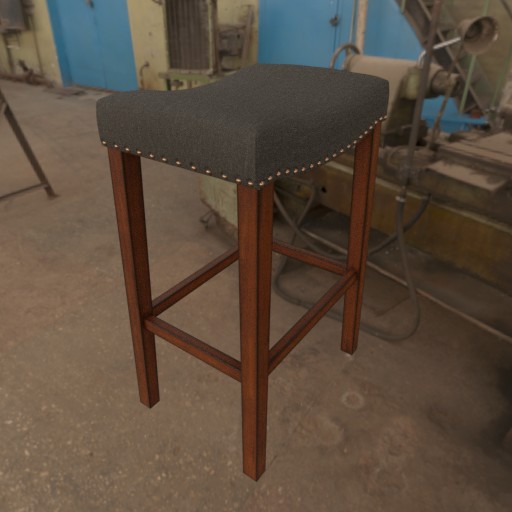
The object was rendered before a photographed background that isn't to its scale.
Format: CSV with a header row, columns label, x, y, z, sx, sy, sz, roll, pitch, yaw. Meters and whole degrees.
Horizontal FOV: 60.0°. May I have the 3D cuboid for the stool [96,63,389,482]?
label,x,y,z,sx,sy,sz,roll,pitch,yaw
stool,0.000,0.000,1.015,0.366,0.760,0.502,21,37,30
